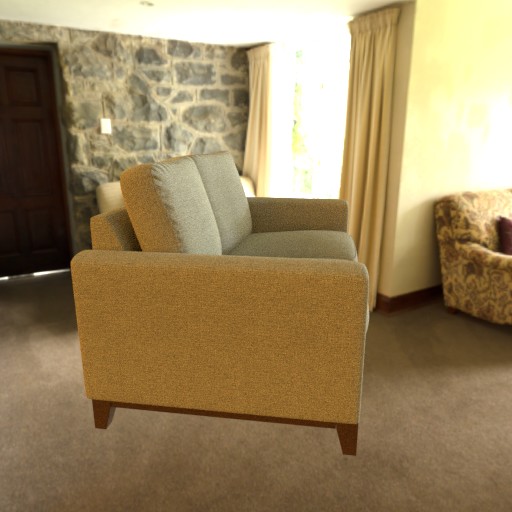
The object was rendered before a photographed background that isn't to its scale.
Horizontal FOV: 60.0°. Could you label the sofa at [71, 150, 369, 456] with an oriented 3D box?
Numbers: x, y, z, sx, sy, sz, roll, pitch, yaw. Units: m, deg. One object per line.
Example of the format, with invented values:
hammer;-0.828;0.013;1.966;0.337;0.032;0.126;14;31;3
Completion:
sofa;0.000;0.000;1.976;0.917;0.873;1.420;2;16;9
